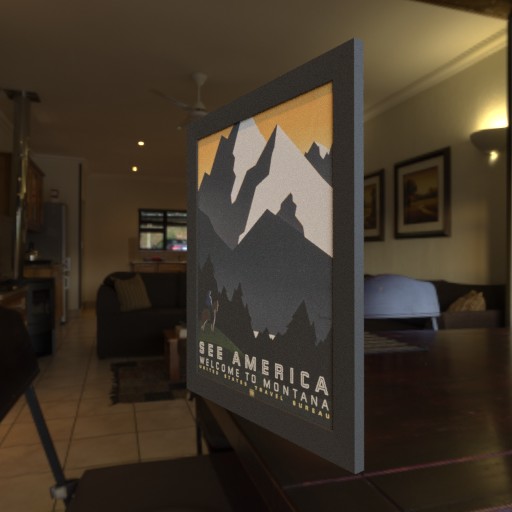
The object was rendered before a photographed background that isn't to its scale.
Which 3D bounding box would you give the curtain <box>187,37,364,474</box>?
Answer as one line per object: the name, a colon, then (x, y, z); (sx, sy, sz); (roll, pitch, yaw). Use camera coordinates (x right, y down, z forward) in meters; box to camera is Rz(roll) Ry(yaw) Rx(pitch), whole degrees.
curtain: (0.000, 0.000, 0.796); (0.027, 0.585, 0.483); (0, 0, -36)
